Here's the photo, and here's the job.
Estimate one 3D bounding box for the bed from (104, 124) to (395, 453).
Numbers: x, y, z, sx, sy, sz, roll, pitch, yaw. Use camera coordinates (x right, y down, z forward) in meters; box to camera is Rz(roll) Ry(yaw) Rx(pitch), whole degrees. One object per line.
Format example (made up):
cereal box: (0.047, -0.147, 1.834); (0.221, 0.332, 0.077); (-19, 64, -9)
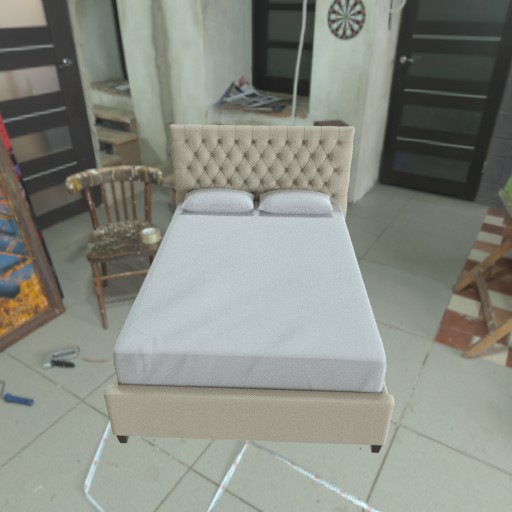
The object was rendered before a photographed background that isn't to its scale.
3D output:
bed: (0.000, 0.000, 3.414); (1.698, 1.427, 2.387); (1, 30, 2)
